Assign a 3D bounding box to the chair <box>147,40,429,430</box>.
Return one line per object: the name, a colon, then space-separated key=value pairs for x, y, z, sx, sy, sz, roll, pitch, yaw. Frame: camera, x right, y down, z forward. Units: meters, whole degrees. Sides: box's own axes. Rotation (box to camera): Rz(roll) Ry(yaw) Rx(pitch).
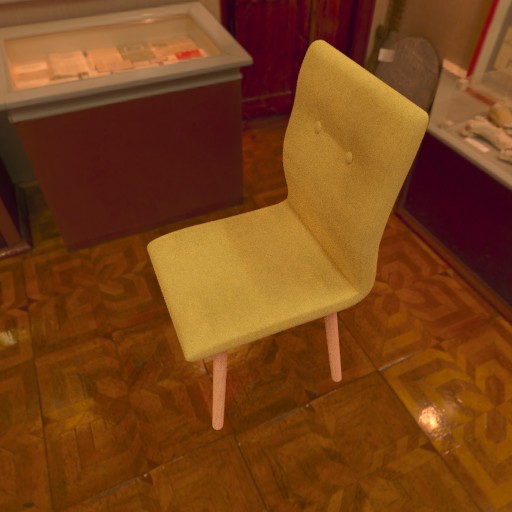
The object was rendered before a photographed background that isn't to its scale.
chair: x=0.000 y=0.000 z=1.259 sx=0.550 sy=0.965 sz=0.450 roll=-17 pitch=48 yaw=-16
